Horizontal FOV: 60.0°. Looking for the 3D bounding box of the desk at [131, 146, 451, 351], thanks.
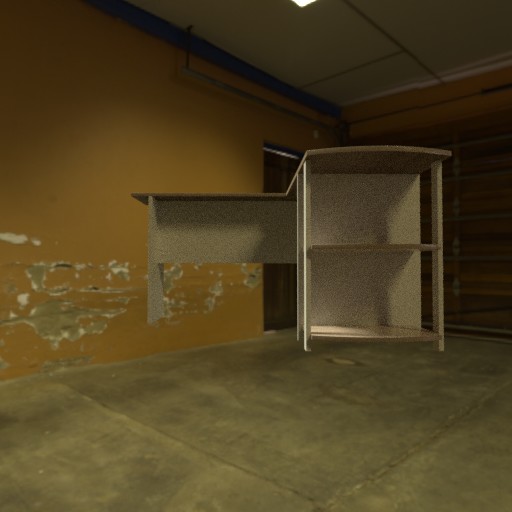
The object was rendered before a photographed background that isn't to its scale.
[{"bbox_3d":[0.000,0.000,2.129,1.361,0.716,1.303,0,-2,-1],"label":"desk"}]
